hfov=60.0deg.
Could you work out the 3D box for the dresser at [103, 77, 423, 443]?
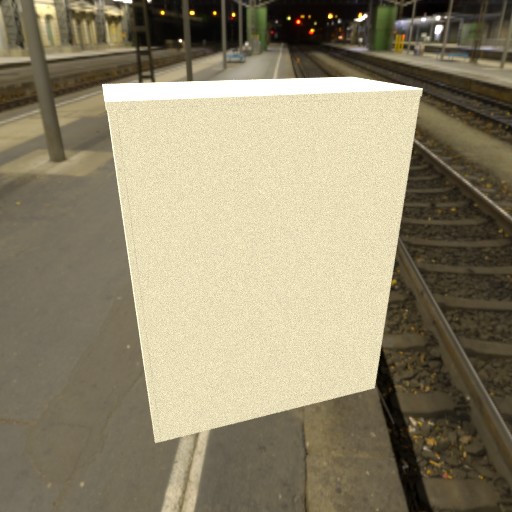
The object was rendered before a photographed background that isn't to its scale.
[{"bbox_3d":[0.000,0.000,1.449,0.800,1.040,0.380,-8,28,-16],"label":"dresser"}]
